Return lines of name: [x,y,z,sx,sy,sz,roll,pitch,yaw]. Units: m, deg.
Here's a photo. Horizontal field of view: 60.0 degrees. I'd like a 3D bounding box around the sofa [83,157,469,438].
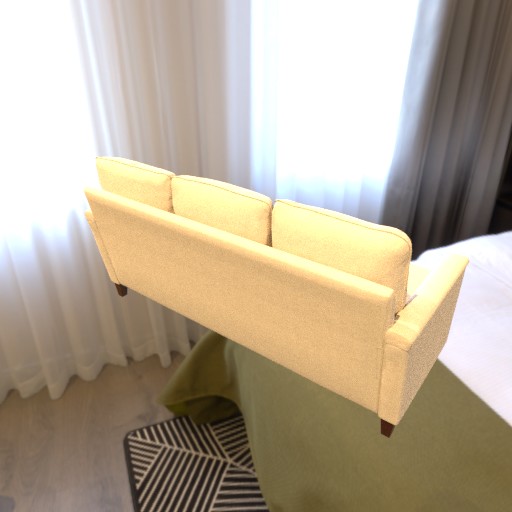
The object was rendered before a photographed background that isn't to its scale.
sofa: [0.000,0.000,2.368,1.925,0.961,0.828,20,34,32]
